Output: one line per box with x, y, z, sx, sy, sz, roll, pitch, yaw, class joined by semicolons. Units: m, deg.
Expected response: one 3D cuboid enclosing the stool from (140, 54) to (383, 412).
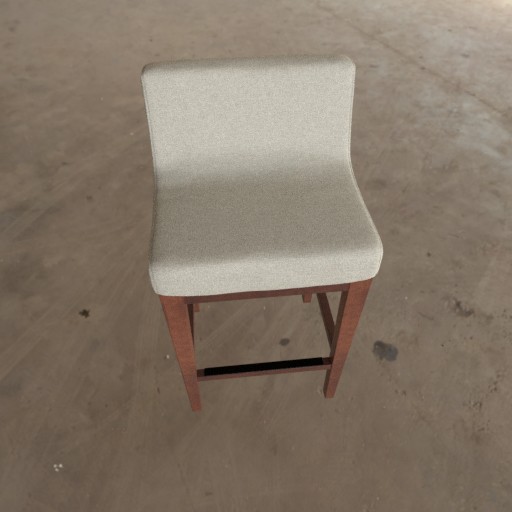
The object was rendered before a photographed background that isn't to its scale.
0.000;0.000;1.249;0.511;0.937;0.500;-4;47;-4;stool
